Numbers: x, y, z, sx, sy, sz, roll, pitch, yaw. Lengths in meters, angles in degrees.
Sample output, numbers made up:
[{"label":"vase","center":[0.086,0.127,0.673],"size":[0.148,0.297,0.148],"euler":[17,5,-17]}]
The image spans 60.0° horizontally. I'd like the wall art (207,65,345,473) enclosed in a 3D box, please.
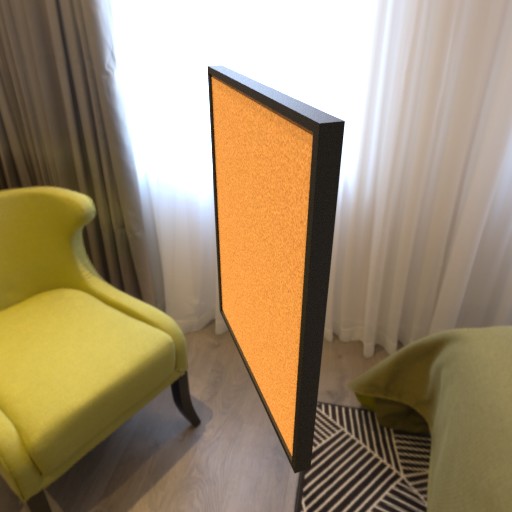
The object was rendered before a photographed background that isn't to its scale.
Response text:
[{"label":"wall art","center":[0.000,0.000,0.767],"size":[0.029,0.559,0.457],"euler":[-10,32,-17]}]
